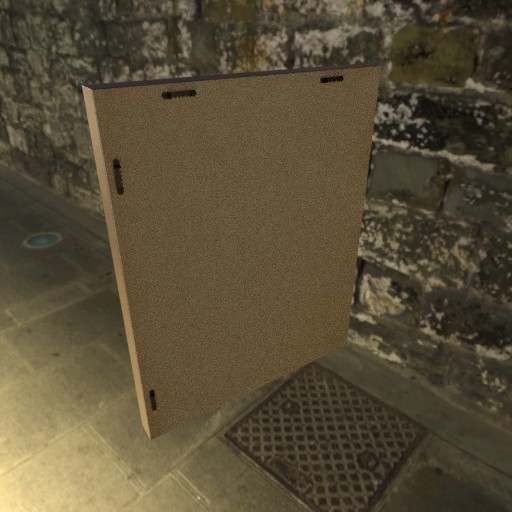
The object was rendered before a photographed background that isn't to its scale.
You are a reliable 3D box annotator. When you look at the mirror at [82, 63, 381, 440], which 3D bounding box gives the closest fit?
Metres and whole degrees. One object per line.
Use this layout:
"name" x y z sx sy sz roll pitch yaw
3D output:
"mirror" 0.000 0.000 0.664 0.405 0.508 0.041 -18 33 -29
